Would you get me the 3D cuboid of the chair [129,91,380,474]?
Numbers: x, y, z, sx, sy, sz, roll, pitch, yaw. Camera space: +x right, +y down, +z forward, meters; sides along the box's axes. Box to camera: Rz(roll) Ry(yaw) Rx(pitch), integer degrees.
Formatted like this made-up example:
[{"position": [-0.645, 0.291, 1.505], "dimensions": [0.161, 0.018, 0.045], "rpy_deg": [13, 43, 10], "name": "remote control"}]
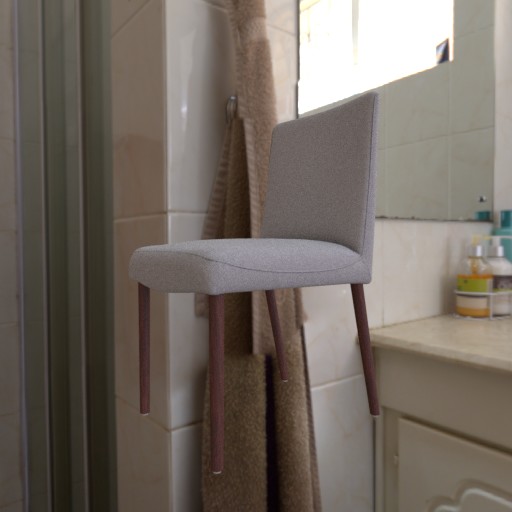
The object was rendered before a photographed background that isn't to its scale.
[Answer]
[{"position": [0.000, 0.000, 1.176], "dimensions": [0.570, 0.859, 0.456], "rpy_deg": [-1, 2, -36], "name": "chair"}]
